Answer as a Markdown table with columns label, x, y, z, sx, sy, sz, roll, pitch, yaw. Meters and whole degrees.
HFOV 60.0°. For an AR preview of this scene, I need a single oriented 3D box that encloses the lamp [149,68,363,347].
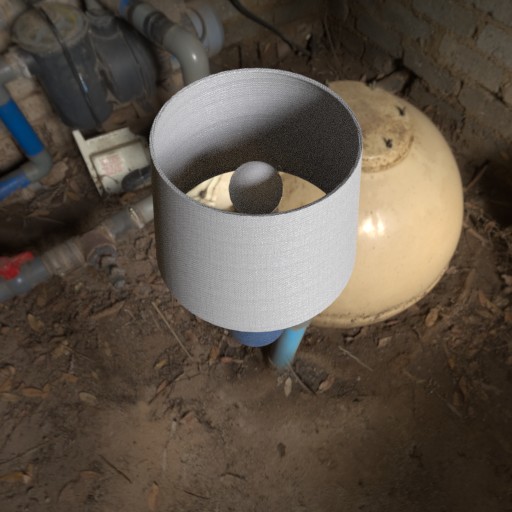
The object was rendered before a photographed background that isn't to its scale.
| label | x | y | z | sx | sy | sz | roll | pitch | yaw |
| --- | --- | --- | --- | --- | --- | --- | --- | --- | --- |
| lamp | 0.000 | 0.000 | 0.596 | 0.253 | 0.428 | 0.253 | 0 | 57 | 0 |
